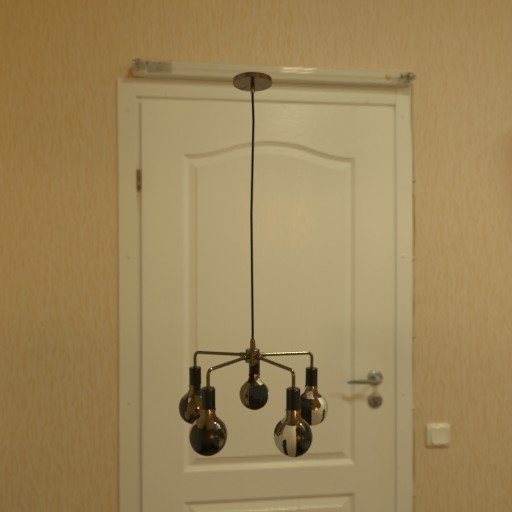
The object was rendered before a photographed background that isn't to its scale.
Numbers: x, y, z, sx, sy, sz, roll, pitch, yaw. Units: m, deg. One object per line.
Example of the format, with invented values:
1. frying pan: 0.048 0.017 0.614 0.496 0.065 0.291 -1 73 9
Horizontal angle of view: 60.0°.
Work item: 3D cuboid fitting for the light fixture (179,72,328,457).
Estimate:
1. light fixture: 0.000 0.000 1.231 0.438 0.988 0.421 0 0 -35
